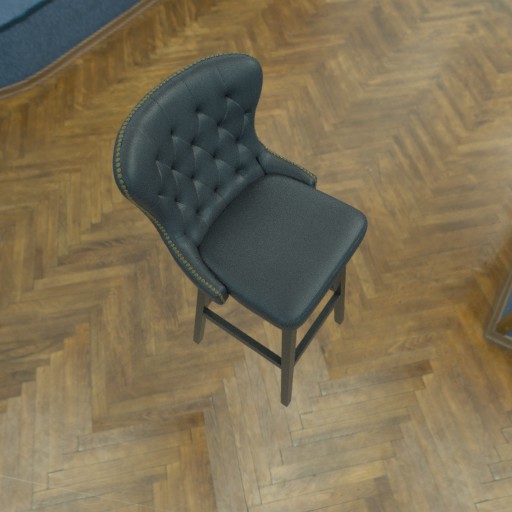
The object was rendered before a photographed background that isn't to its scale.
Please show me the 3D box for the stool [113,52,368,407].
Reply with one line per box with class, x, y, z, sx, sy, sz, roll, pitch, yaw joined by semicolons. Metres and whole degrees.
stool;0.000;0.000;1.427;0.601;1.050;0.528;31;63;18
